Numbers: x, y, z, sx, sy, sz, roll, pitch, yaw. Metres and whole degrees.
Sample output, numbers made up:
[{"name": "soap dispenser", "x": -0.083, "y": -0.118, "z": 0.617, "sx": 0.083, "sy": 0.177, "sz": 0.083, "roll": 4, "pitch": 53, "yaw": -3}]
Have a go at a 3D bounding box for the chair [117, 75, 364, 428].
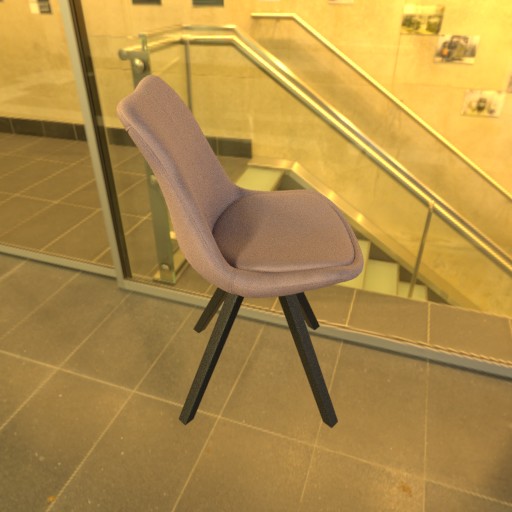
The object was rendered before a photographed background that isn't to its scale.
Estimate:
[{"name": "chair", "x": 0.000, "y": 0.000, "z": 1.184, "sx": 0.547, "sy": 0.865, "sz": 0.483, "roll": 0, "pitch": 33, "yaw": 0}]
